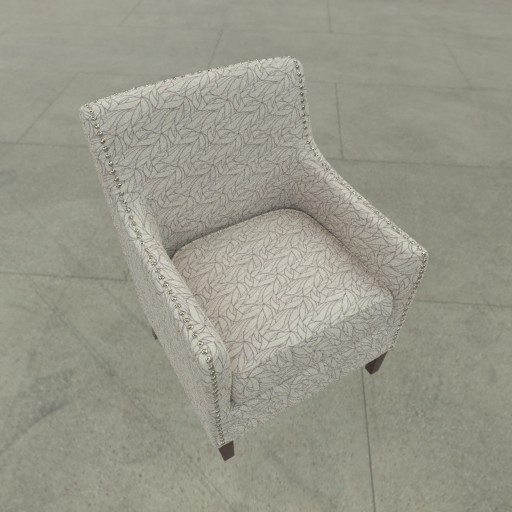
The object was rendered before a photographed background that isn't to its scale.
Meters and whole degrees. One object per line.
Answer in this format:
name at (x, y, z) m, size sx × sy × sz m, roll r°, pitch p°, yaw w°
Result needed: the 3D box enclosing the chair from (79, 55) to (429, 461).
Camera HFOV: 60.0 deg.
chair at (0.000, 0.000, 1.243) m, size 0.623 × 0.816 × 0.651 m, roll -23°, pitch 50°, yaw -21°
